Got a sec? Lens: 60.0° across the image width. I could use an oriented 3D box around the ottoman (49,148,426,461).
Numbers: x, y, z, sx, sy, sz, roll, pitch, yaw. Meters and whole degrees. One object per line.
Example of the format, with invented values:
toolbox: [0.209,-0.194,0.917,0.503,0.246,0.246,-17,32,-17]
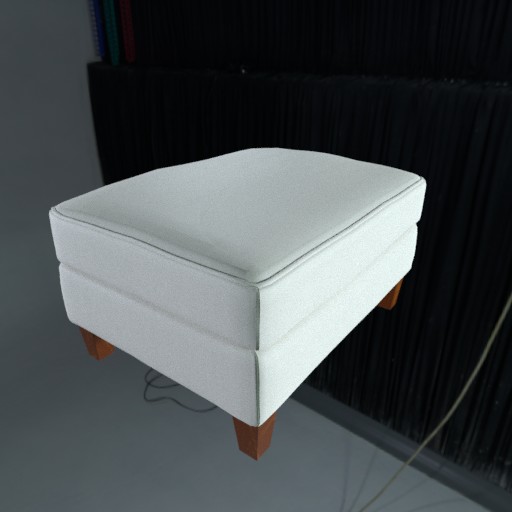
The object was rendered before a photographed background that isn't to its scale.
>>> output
ottoman: [0.000,0.000,1.204,0.634,0.479,0.818,18,30,33]
